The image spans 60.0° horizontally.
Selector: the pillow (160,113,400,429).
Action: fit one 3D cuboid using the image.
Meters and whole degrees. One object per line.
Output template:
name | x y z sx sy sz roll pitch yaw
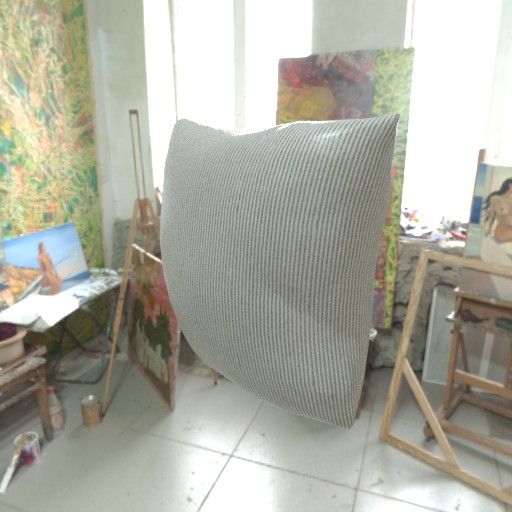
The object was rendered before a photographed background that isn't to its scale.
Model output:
pillow | 0.000 0.000 0.712 0.310 0.432 0.387 -2 16 -9
